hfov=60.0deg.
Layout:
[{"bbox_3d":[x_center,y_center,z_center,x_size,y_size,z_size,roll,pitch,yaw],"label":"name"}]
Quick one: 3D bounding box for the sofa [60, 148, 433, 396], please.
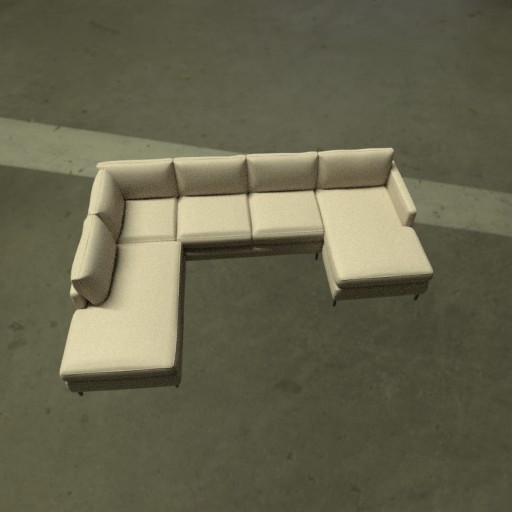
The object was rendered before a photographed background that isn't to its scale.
[{"bbox_3d":[0.000,0.000,3.547,2.737,0.756,1.879,-4,49,-3],"label":"sofa"}]
